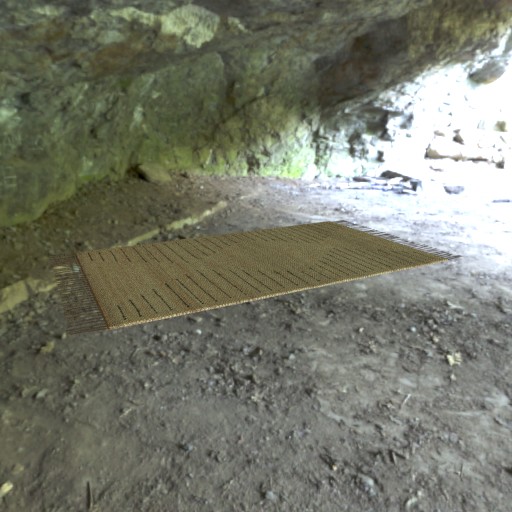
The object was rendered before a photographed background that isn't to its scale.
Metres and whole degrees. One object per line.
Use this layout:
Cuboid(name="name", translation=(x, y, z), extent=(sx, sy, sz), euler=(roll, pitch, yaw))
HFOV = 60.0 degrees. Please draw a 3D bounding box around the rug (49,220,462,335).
Cuboid(name="rug", translation=(0.000, 0.000, 2.052), extent=(1.718, 0.017, 0.905), euler=(-9, 19, -26))
